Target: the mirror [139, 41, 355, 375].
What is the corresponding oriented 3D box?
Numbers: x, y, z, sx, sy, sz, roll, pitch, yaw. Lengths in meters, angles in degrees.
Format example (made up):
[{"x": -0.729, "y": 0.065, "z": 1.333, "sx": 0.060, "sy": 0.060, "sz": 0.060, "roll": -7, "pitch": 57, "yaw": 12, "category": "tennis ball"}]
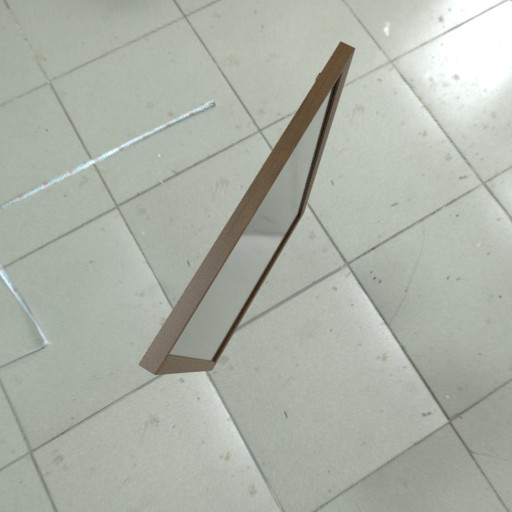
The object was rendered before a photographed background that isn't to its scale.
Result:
[{"x": 0.000, "y": 0.000, "z": 1.340, "sx": 0.040, "sy": 1.016, "sz": 0.762, "roll": 29, "pitch": 78, "yaw": 7, "category": "mirror"}]
